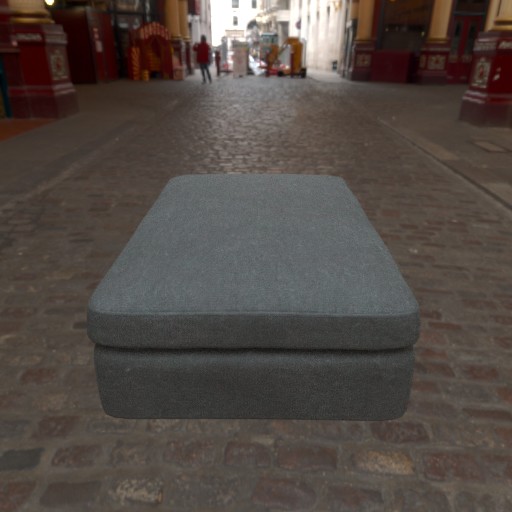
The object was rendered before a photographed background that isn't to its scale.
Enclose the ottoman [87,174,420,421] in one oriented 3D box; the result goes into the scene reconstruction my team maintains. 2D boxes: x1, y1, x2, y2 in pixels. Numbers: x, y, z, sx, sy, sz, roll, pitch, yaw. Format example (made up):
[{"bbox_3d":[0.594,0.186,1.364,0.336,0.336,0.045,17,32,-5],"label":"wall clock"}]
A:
[{"bbox_3d":[0.000,0.000,1.620,0.840,0.429,1.199,0,25,1],"label":"ottoman"}]
